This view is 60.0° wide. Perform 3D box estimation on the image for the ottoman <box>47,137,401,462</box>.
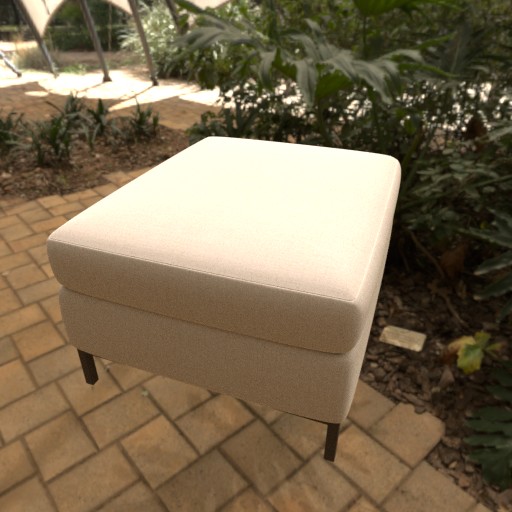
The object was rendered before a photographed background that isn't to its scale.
[{"bbox_3d":[0.000,0.000,1.188,0.657,0.453,0.794,11,32,17],"label":"ottoman"}]
